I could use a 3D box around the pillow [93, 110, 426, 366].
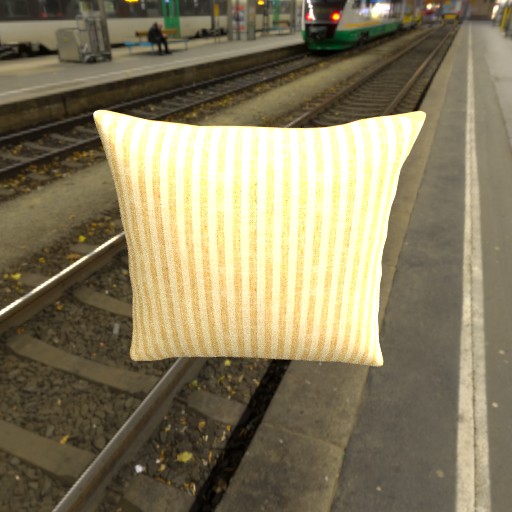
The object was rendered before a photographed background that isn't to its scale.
[{"bbox_3d":[0.000,0.000,0.643,0.419,0.407,0.173,1,29,1],"label":"pillow"}]
